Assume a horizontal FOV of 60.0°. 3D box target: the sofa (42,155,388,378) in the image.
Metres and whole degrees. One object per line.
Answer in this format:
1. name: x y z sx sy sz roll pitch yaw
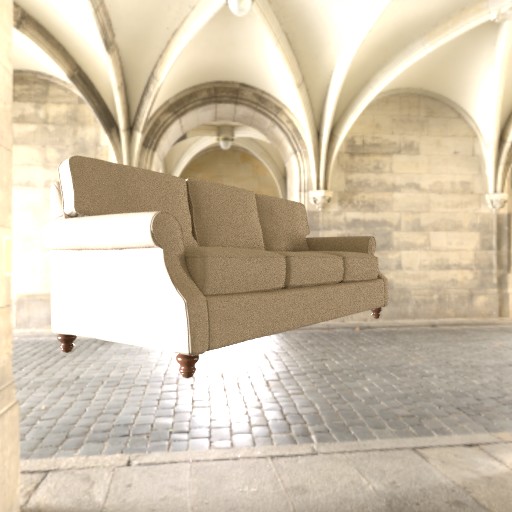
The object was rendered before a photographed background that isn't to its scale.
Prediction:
1. sofa: 0.000 0.000 2.764 0.966 0.948 2.354 0 -1 35
